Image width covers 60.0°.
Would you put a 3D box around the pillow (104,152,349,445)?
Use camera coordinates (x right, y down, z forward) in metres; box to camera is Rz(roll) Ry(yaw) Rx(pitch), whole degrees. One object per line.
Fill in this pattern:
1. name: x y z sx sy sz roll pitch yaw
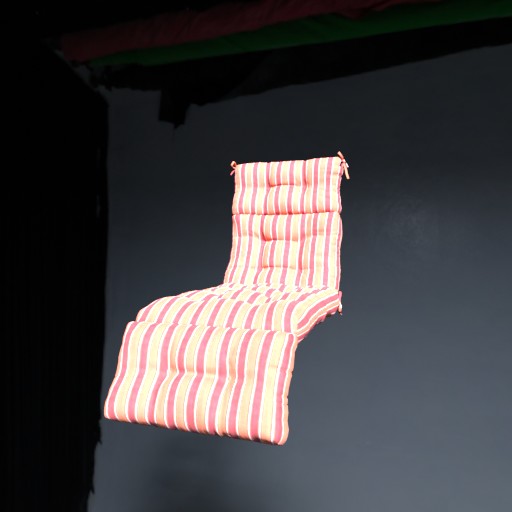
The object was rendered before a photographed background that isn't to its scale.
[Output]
1. pillow: 0.000 0.000 1.519 0.526 0.863 1.016 0 0 19
